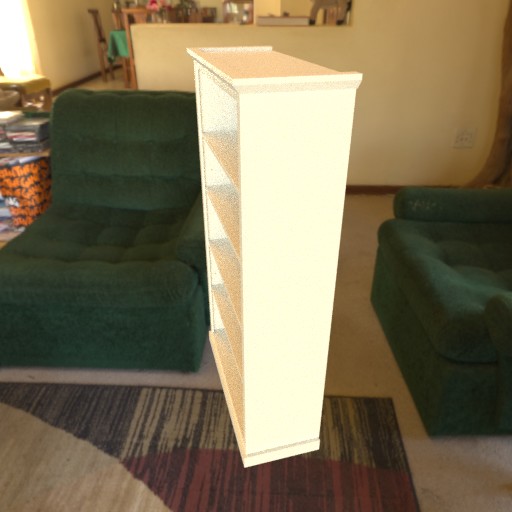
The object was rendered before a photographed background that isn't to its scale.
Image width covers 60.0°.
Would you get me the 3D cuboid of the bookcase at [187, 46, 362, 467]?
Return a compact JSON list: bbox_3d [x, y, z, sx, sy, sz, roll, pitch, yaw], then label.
[{"bbox_3d":[0.000,0.000,2.292,0.432,1.880,1.050,-8,31,-13],"label":"bookcase"}]
